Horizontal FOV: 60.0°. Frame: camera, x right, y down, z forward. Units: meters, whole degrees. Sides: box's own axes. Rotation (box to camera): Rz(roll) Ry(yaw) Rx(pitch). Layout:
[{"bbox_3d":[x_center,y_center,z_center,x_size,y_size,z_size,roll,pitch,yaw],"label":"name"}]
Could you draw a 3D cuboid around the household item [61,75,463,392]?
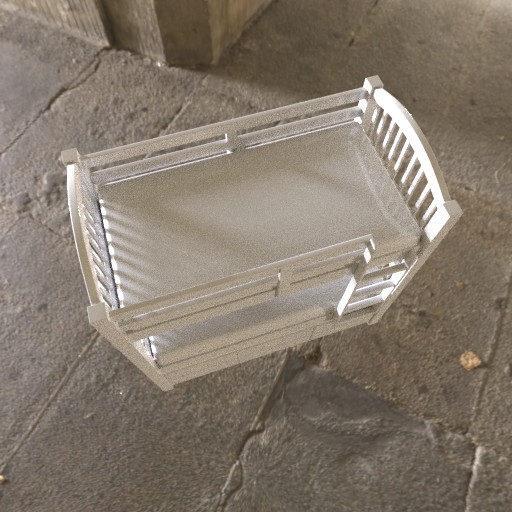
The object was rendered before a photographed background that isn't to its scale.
[{"bbox_3d":[0.000,0.000,3.321,2.032,2.032,1.143,-16,65,-8],"label":"household item"}]
